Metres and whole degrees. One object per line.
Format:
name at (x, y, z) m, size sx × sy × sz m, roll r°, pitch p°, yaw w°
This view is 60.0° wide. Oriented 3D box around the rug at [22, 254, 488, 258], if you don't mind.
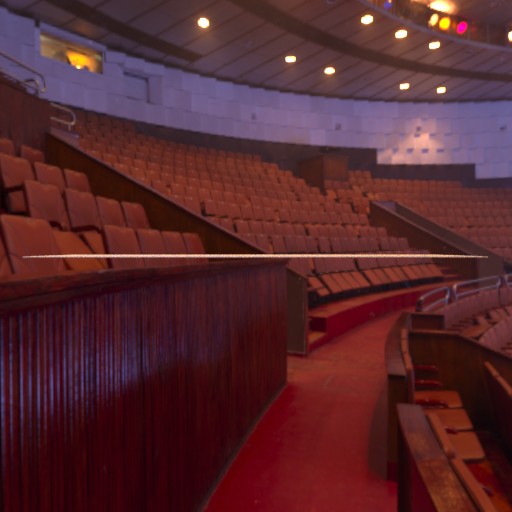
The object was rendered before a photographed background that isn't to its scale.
rug at (0.000, 0.000, 2.661) m, size 2.437 × 0.006 × 0.686 m, roll 0°, pitch 1°, yaw -1°
